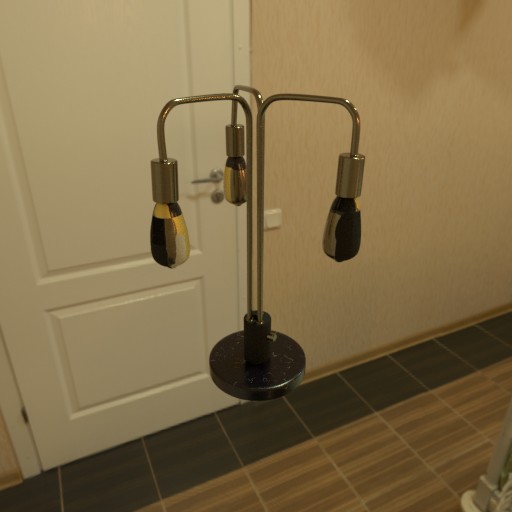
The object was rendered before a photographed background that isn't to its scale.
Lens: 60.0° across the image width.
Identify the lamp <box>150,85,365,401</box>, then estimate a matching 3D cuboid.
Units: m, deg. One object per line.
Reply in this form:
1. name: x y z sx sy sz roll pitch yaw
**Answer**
1. lamp: 0.000 0.000 0.807 0.368 0.560 0.355 17 30 31
